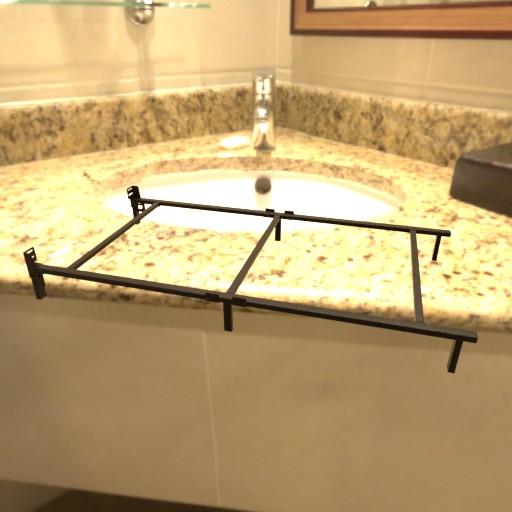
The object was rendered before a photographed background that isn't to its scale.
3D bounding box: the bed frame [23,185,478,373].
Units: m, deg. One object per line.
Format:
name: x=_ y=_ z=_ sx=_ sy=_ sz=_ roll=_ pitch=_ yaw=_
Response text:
bed frame: x=0.000 y=0.000 z=2.220 sx=1.897 sy=0.248 sz=0.968 roll=8 pitch=29 yaw=14
